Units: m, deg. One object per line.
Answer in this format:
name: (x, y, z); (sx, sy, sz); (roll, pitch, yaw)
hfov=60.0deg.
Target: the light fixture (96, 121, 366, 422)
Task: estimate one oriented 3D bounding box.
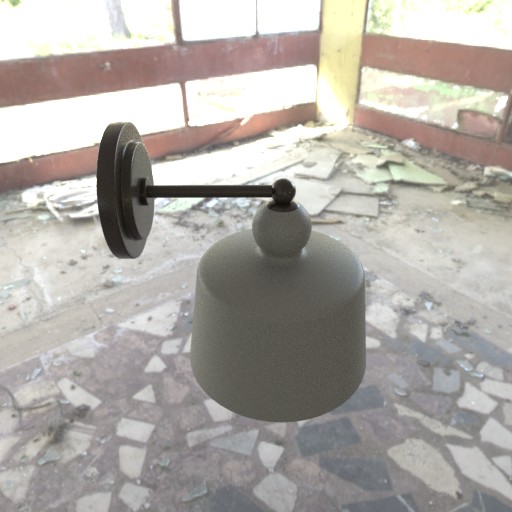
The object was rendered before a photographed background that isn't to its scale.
light fixture: (0.000, 0.000, 0.452); (0.254, 0.268, 0.204); (0, 32, 0)
